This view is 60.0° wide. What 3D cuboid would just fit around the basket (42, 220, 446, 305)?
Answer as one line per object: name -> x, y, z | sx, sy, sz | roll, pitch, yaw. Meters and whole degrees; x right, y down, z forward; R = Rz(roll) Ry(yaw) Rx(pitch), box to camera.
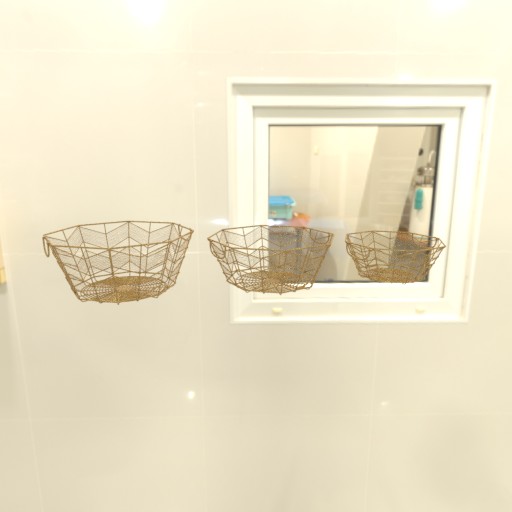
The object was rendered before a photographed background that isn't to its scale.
basket -> 0.000, 0.000, 1.397 | 1.245, 0.178, 0.432 | -2, 14, -9
